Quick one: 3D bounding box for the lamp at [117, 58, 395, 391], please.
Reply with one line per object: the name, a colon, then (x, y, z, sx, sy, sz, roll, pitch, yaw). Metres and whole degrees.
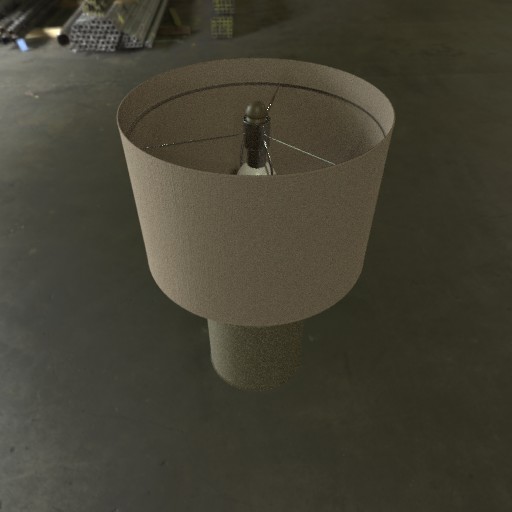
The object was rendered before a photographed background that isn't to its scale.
lamp: (0.000, 0.000, 0.680, 0.318, 0.486, 0.318, 0, 42, 0)
